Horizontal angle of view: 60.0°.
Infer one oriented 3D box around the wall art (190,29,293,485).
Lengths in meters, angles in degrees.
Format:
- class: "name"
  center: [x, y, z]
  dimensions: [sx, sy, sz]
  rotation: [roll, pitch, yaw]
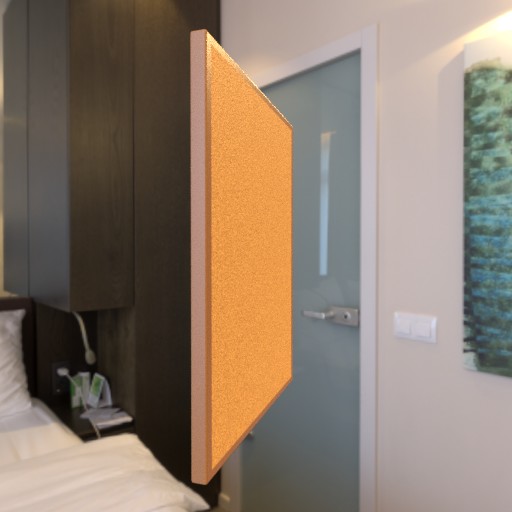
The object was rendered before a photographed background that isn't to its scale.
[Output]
- class: "wall art"
  center: [0.000, 0.000, 0.517]
  dimensions: [0.015, 0.379, 0.310]
  rotation: [0, 1, 18]
